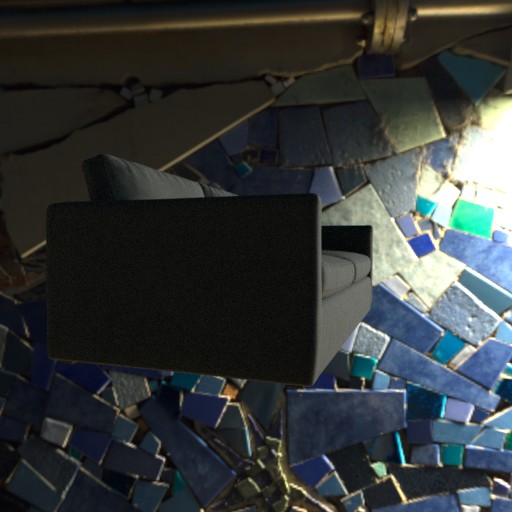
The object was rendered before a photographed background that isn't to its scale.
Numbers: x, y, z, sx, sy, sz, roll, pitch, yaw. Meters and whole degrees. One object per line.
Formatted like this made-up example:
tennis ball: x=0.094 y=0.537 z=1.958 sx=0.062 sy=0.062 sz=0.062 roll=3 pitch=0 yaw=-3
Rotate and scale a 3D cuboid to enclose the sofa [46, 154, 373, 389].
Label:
sofa: x=0.000 y=0.000 z=2.443 sx=1.091 sy=0.845 sz=1.909 roll=0 pitch=1 yaw=20
